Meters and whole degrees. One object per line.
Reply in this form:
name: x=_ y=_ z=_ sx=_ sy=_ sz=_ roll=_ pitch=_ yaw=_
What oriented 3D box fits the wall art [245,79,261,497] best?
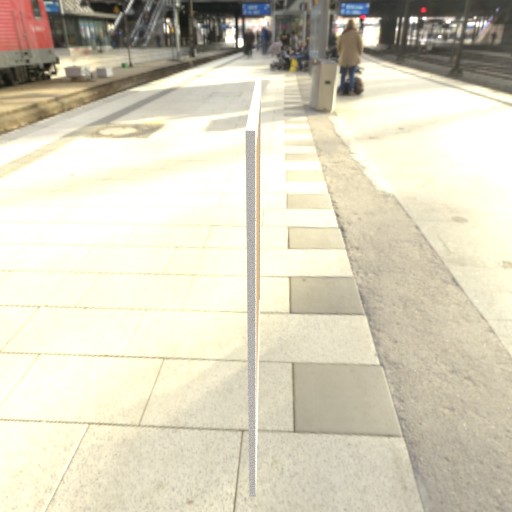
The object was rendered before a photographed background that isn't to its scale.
wall art: x=0.000 y=0.000 z=1.185 sx=0.015 sy=0.812 sz=0.812 roll=1 pitch=27 yaw=1
